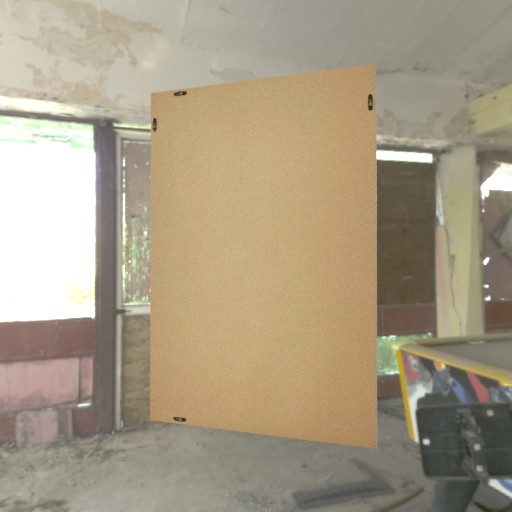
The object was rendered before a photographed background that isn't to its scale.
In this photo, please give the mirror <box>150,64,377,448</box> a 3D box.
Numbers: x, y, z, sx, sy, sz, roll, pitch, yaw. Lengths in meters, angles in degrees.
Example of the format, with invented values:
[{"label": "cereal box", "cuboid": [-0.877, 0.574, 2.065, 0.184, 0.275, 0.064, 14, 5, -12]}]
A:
[{"label": "mirror", "cuboid": [0.000, 0.000, 1.160, 0.609, 0.914, 0.041, 0, 0, 18]}]
